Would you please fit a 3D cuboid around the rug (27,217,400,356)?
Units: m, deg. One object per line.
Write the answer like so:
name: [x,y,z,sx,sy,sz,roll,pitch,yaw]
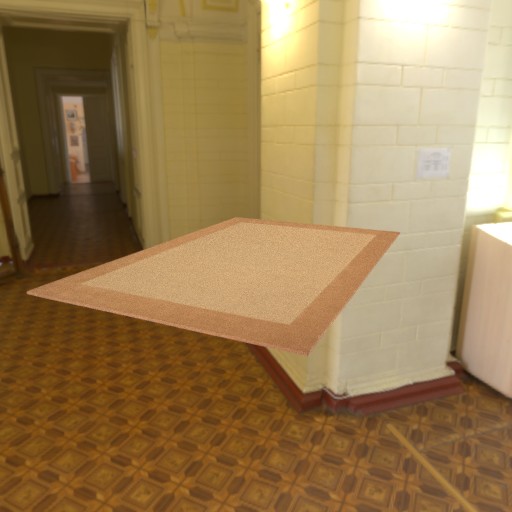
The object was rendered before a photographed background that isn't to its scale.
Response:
rug: [0.000,0.000,2.360,1.219,0.014,1.829,7,17,25]
